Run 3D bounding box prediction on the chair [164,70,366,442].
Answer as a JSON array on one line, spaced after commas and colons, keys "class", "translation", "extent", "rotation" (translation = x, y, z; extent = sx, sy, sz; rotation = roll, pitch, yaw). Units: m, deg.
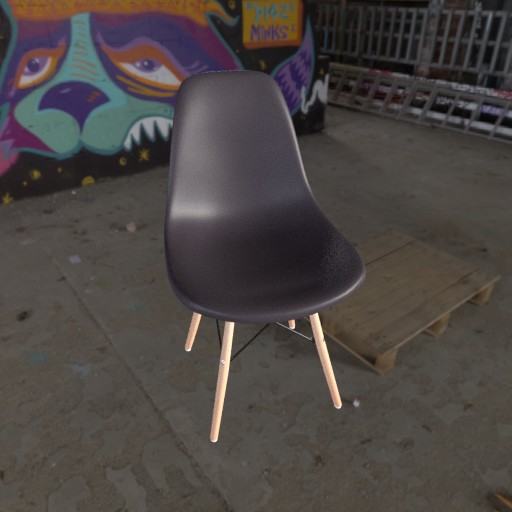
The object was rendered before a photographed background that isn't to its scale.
[{"class": "chair", "translation": [0.000, 0.000, 1.150], "extent": [0.470, 0.825, 0.533], "rotation": [-9, 32, -15]}]
